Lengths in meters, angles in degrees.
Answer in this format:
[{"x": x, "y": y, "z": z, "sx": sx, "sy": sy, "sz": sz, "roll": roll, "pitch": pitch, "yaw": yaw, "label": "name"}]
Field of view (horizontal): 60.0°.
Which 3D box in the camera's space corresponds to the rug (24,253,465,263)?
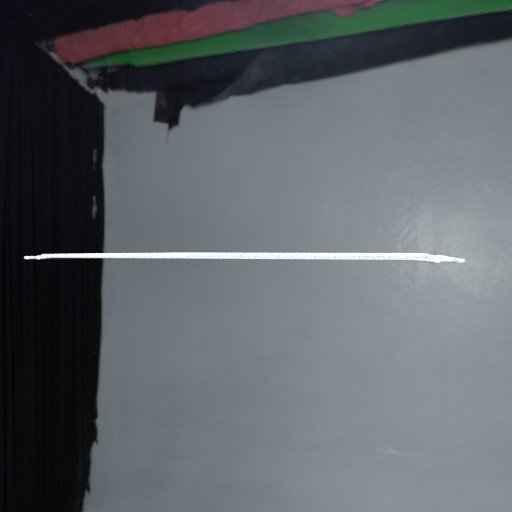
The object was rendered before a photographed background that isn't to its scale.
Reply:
[{"x": 0.000, "y": 0.000, "z": 2.863, "sx": 2.307, "sy": 0.031, "sz": 1.494, "roll": 0, "pitch": 1, "yaw": 20, "label": "rug"}]
